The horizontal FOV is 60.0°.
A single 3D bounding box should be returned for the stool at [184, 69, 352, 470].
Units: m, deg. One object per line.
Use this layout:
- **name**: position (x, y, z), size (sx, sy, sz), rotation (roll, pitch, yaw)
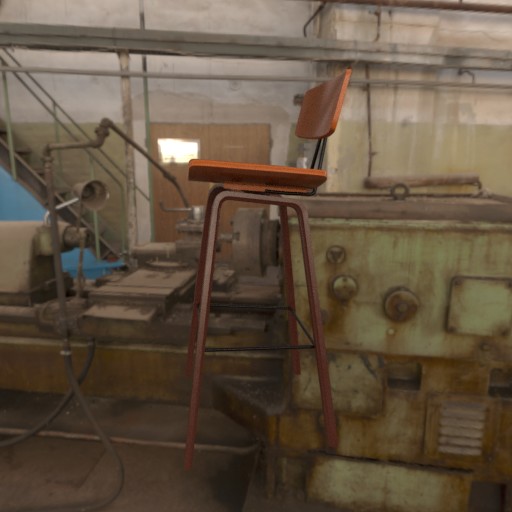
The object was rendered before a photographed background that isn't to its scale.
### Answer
- **stool**: position (0.000, 0.000, 1.276), size (0.440, 0.969, 0.509), rotation (-2, 13, -8)
